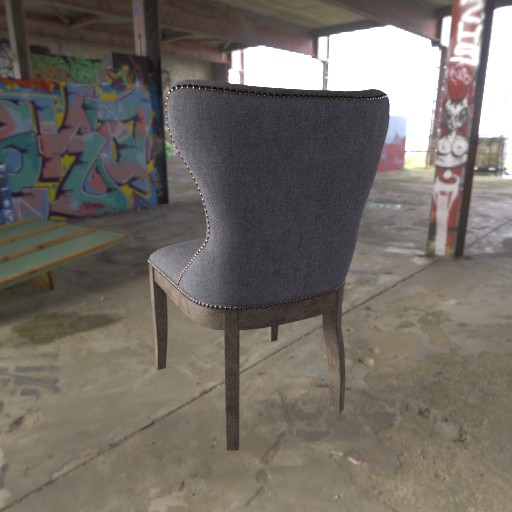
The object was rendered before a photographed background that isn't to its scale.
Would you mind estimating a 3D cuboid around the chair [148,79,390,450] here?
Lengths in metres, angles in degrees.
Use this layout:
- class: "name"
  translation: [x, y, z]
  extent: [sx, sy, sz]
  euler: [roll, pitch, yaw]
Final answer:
- class: "chair"
  translation: [0.000, 0.000, 1.428]
  extent: [0.654, 1.002, 0.681]
  euler: [-8, 18, -27]
